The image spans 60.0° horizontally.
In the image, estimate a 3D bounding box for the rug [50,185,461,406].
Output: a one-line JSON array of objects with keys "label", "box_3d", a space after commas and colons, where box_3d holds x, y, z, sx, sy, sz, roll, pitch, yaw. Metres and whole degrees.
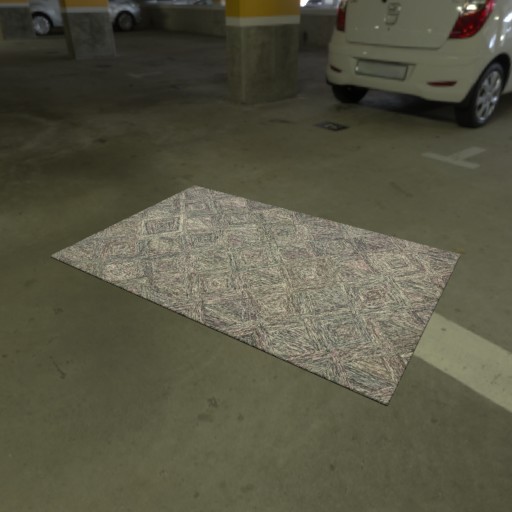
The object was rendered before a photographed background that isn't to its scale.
[{"label": "rug", "box_3d": [0.000, 0.000, 2.962, 2.298, 0.017, 1.501, 18, 35, 28]}]
